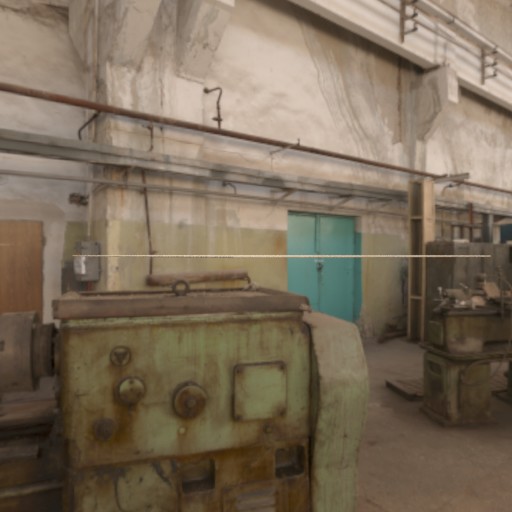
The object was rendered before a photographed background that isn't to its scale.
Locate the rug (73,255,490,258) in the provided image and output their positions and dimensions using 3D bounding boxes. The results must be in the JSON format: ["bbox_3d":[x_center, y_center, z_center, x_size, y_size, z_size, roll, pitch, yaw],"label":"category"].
[{"bbox_3d":[0.000,0.000,4.036,2.453,0.010,3.037,0,0,-36],"label":"rug"}]
